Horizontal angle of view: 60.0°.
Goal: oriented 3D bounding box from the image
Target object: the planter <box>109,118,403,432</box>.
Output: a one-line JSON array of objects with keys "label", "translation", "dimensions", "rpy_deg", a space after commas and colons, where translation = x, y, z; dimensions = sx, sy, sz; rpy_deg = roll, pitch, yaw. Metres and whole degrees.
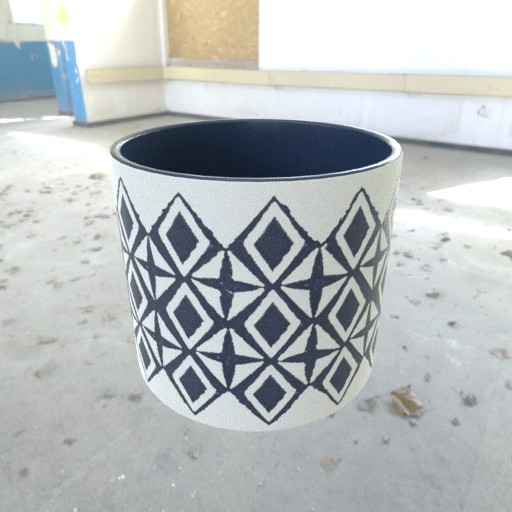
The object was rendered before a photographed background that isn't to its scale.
[{"label": "planter", "translation": [0.000, 0.000, 0.393], "dimensions": [0.224, 0.203, 0.224], "rpy_deg": [0, 26, 0]}]
